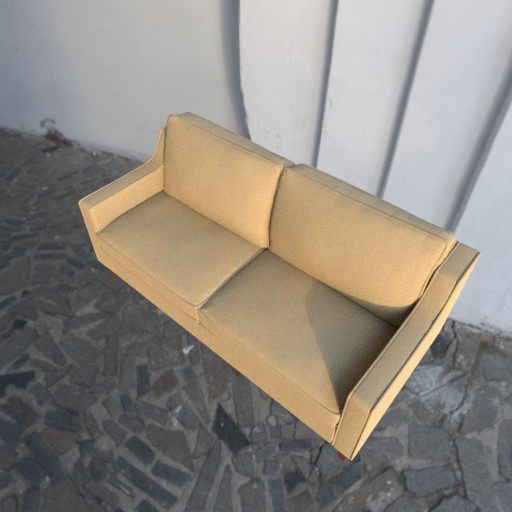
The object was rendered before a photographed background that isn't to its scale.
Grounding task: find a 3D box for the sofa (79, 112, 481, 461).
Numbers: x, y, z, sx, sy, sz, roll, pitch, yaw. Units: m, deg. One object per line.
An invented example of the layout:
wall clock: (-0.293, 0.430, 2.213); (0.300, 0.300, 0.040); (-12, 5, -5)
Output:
sofa: (0.000, 0.000, 2.755); (2.178, 1.071, 1.066); (32, 54, 27)
